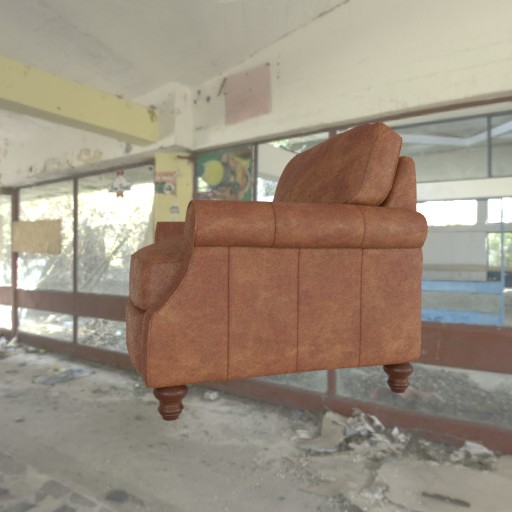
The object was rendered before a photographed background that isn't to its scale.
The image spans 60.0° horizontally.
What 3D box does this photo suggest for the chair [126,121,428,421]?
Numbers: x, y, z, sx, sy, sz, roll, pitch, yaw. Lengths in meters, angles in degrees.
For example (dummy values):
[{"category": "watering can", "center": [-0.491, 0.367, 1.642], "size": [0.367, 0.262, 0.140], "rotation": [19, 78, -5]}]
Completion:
[{"category": "chair", "center": [0.000, 0.000, 1.772], "size": [0.986, 0.962, 0.983], "rotation": [0, 0, -19]}]
